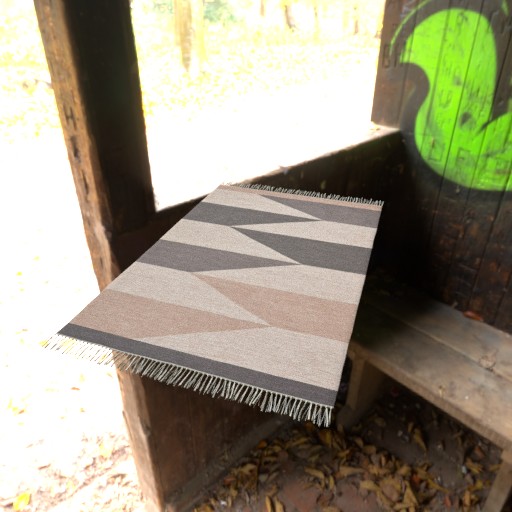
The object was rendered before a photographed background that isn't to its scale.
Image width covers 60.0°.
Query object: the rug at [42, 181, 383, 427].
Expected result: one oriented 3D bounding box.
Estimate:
[{"bbox_3d":[0.000,0.000,2.497,1.224,0.027,2.021,10,32,16],"label":"rug"}]
